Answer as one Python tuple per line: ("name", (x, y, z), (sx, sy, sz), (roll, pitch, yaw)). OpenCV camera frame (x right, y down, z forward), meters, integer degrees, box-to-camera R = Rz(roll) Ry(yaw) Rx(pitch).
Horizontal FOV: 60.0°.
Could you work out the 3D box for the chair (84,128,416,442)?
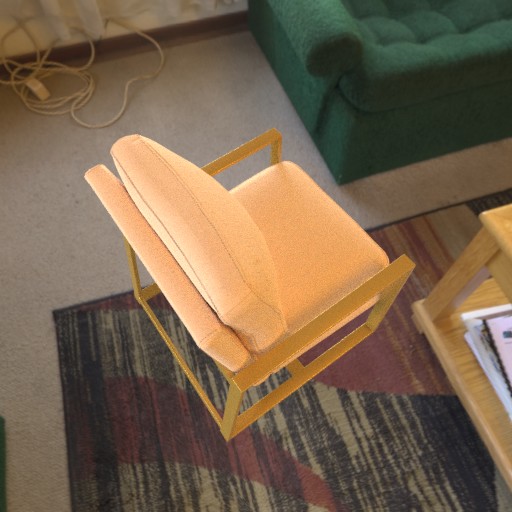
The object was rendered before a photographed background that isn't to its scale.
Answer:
("chair", (0.000, 0.000, 1.560), (0.813, 0.956, 0.758), (-31, 64, -17))
